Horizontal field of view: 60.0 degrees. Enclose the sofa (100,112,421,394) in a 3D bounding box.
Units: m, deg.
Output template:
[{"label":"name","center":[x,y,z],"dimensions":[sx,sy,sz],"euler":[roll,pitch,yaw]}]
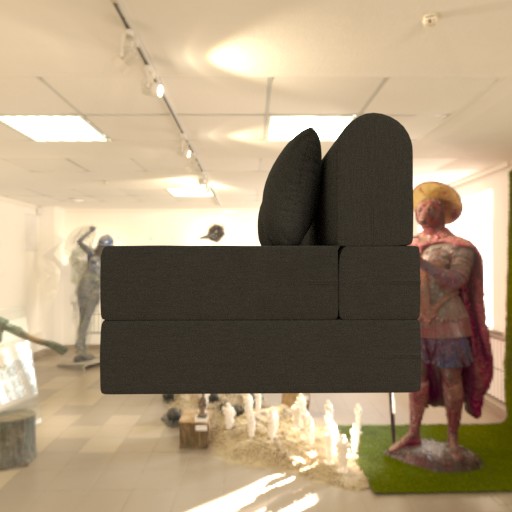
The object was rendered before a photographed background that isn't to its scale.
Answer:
[{"label":"sofa","center":[0.000,0.000,1.658],"dimensions":[0.762,0.670,1.225],"euler":[0,-1,-1]}]
